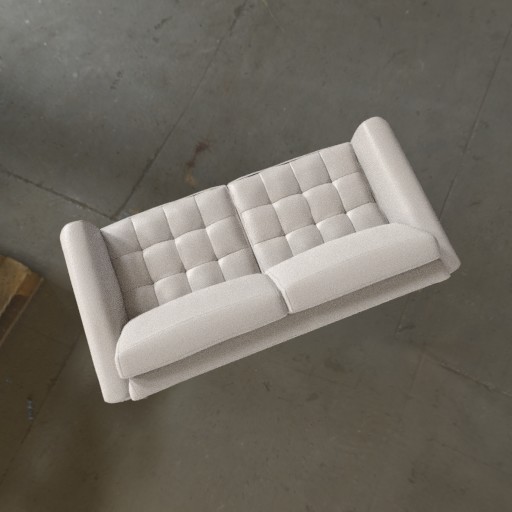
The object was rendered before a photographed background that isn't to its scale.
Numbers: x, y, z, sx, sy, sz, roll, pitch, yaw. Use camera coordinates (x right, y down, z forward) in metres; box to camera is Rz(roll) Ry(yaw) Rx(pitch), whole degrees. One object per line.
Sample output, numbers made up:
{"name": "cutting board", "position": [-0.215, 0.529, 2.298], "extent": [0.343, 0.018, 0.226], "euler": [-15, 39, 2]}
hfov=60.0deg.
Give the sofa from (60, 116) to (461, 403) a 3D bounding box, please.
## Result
{"name": "sofa", "position": [0.000, 0.000, 2.726], "extent": [2.177, 0.930, 1.121], "euler": [-20, 76, -5]}
